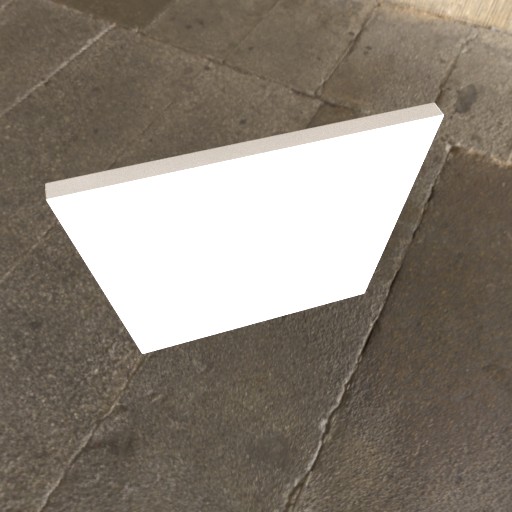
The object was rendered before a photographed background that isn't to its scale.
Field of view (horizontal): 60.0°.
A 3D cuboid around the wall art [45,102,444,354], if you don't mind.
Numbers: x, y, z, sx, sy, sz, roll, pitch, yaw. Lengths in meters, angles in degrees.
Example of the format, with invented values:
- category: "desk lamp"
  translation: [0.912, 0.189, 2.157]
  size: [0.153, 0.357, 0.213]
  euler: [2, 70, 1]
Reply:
- category: "wall art"
  translation: [0.000, 0.000, 1.148]
  size: [0.762, 0.762, 0.040]
  euler: [-14, 59, -9]
